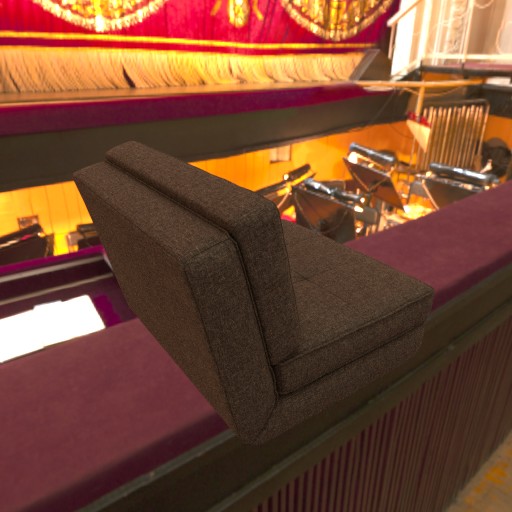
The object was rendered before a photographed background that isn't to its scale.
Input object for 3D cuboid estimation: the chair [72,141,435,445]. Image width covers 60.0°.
[{"bbox_3d":[0.000,0.000,1.314,0.800,0.615,0.740,-17,30,-31],"label":"chair"}]
